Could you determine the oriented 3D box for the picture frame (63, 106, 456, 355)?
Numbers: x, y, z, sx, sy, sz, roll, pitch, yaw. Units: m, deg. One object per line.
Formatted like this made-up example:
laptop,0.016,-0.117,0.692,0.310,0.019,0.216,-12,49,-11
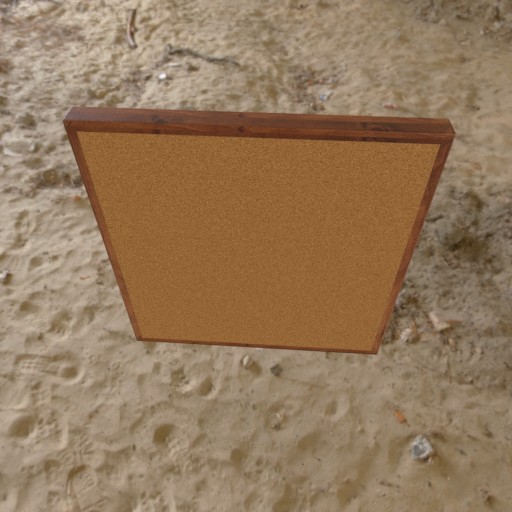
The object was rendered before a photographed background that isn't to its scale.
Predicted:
picture frame,0.000,0.000,0.531,0.352,0.356,0.028,3,45,3
